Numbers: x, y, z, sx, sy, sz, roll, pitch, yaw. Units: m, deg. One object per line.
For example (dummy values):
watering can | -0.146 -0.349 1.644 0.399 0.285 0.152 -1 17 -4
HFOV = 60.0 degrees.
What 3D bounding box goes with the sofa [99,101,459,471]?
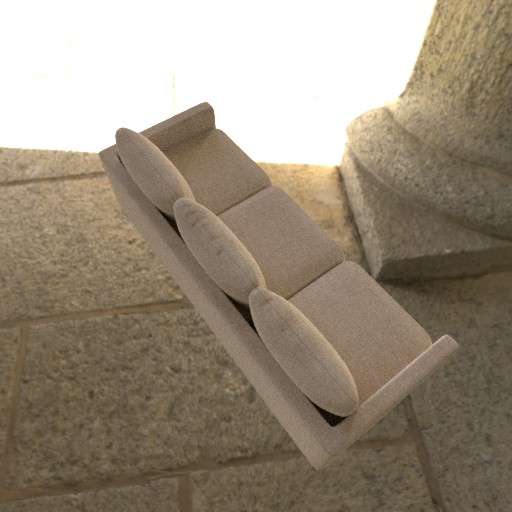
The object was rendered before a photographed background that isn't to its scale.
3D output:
sofa | 0.000 0.000 2.648 0.859 0.874 2.218 -32 64 -18
